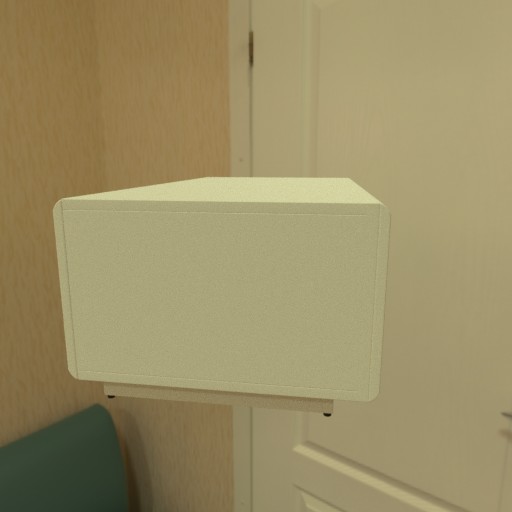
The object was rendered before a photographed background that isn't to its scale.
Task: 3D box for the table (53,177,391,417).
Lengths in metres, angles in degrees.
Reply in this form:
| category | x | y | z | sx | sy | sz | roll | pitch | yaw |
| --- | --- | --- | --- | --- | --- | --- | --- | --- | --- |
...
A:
| category | x | y | z | sx | sy | sz | roll | pitch | yaw |
| --- | --- | --- | --- | --- | --- | --- | --- | --- | --- |
| table | 0.000 | 0.000 | 1.384 | 0.639 | 0.442 | 1.097 | 2 | 12 | 8 |
